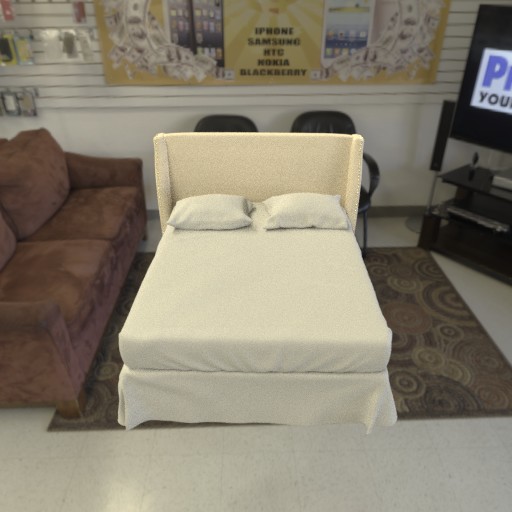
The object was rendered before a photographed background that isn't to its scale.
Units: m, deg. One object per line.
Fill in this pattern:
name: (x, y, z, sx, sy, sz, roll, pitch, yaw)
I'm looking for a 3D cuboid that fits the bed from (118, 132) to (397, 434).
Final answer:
bed: (0.000, 0.000, 3.477, 1.925, 1.332, 2.276, 1, 31, 1)
